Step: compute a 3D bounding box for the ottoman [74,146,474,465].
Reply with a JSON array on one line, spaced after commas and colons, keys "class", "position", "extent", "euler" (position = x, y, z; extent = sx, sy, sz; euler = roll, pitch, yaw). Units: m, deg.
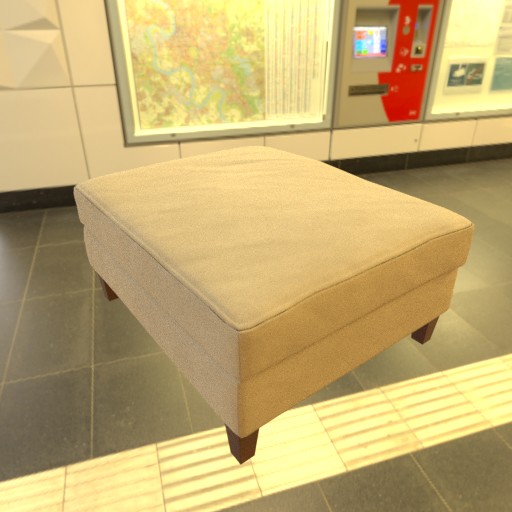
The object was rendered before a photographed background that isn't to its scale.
[{"class": "ottoman", "position": [0.000, 0.000, 1.456], "extent": [0.836, 0.492, 1.002], "euler": [-20, 35, -32]}]
